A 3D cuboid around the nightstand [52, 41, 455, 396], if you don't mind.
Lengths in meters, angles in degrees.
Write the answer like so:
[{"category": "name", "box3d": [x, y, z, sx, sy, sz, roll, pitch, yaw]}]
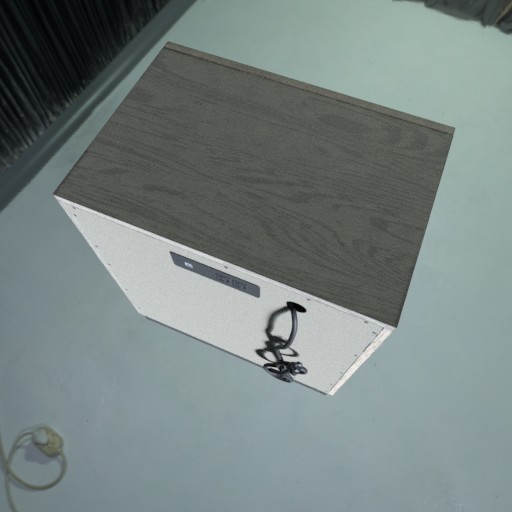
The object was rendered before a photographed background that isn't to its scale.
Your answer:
[{"category": "nightstand", "box3d": [0.000, 0.000, 1.087, 0.612, 0.673, 0.483, 21, 65, 10]}]
